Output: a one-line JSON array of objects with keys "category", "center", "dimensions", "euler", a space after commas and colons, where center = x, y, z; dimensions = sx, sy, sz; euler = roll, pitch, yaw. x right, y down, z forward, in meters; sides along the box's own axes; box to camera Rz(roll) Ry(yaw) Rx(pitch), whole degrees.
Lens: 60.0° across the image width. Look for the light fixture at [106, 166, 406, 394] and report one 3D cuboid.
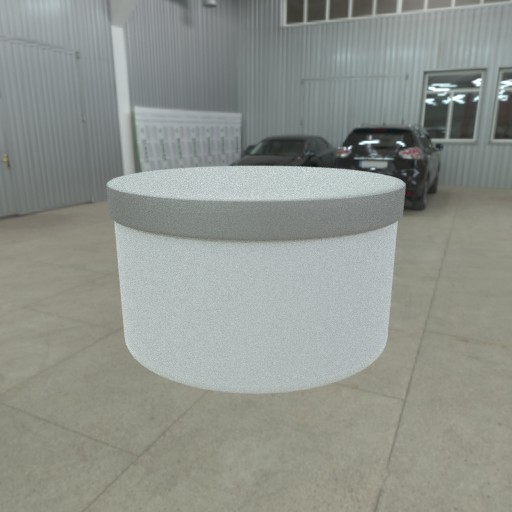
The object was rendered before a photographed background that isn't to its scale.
[{"category": "light fixture", "center": [0.000, 0.000, 0.642], "dimensions": [0.393, 0.229, 0.393], "euler": [0, 16, 0]}]
